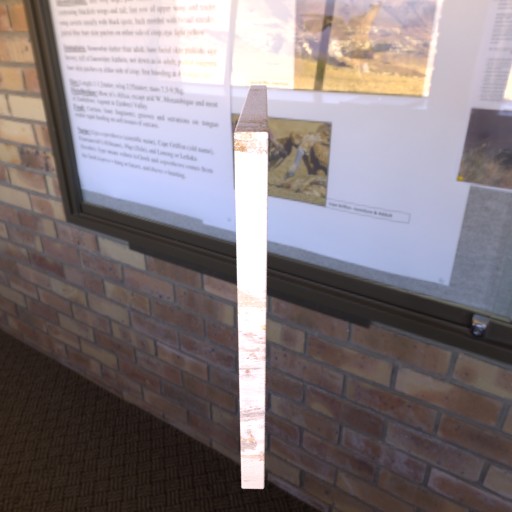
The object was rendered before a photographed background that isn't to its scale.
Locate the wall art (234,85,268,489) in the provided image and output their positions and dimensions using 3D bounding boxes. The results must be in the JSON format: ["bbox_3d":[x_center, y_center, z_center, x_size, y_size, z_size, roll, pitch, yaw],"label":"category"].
[{"bbox_3d":[0.000,0.000,0.919,0.040,0.613,0.611,0,26,1],"label":"wall art"}]
